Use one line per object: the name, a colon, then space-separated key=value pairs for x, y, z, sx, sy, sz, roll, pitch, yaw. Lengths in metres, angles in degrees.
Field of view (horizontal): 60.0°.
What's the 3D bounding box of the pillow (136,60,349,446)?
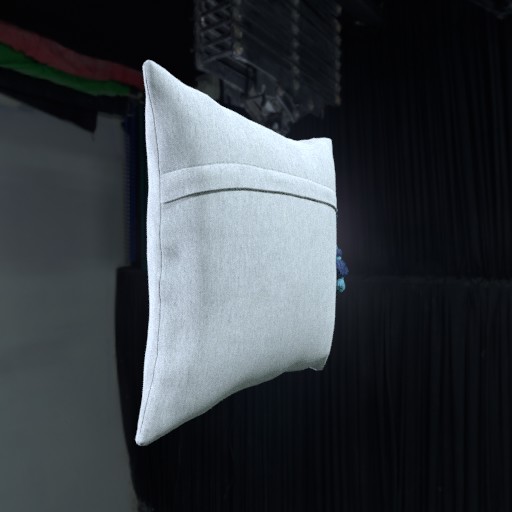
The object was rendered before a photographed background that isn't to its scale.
pillow: x=0.000 y=0.000 z=0.668 sx=0.173 sy=0.436 sz=0.433 roll=0 pitch=1 yaw=37
